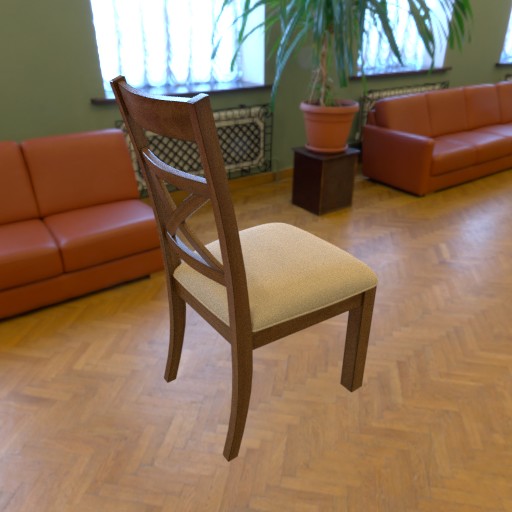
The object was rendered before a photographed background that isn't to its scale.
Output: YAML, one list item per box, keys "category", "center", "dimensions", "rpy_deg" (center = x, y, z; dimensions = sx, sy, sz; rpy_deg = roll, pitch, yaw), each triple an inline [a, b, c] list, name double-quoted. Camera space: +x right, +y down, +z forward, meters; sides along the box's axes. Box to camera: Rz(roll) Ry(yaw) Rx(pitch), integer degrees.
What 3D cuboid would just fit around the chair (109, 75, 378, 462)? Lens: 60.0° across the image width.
- category: "chair"
  center: [0.000, 0.000, 1.253]
  dimensions: [0.581, 0.949, 0.461]
  rpy_deg: [-19, 33, -31]
